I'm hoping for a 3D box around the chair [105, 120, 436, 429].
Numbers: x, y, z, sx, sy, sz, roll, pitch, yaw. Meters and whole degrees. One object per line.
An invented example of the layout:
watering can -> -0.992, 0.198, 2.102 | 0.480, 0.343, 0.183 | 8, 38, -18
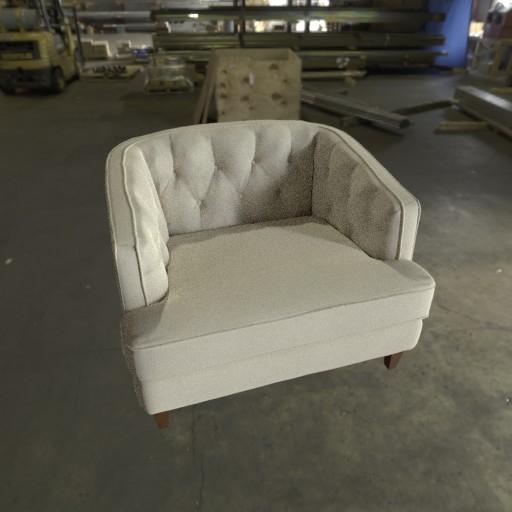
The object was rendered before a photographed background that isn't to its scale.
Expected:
chair -> 0.000, 0.000, 1.799 | 1.104, 0.852, 0.941 | -10, 33, -15
